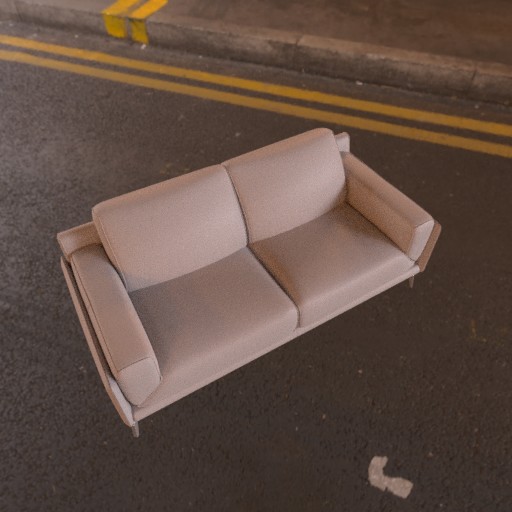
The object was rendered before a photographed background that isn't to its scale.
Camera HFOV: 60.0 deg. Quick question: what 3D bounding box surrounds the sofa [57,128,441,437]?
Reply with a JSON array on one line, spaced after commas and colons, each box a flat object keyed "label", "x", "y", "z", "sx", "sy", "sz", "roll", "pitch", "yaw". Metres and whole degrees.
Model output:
[{"label": "sofa", "x": 0.000, "y": 0.000, "z": 2.681, "sx": 2.101, "sy": 0.930, "sz": 1.049, "roll": -24, "pitch": 52, "yaw": -20}]
